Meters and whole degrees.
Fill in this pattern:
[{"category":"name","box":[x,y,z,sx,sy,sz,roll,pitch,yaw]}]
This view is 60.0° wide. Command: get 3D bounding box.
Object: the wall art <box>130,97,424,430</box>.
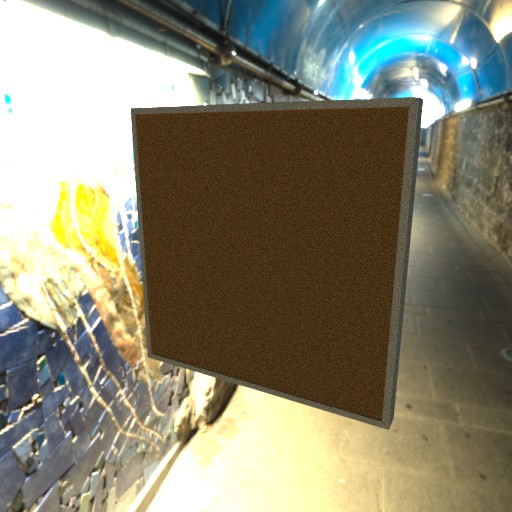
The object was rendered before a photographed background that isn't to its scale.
[{"category":"wall art","box":[0.000,0.000,0.780,0.508,0.508,0.037,8,17,27]}]
